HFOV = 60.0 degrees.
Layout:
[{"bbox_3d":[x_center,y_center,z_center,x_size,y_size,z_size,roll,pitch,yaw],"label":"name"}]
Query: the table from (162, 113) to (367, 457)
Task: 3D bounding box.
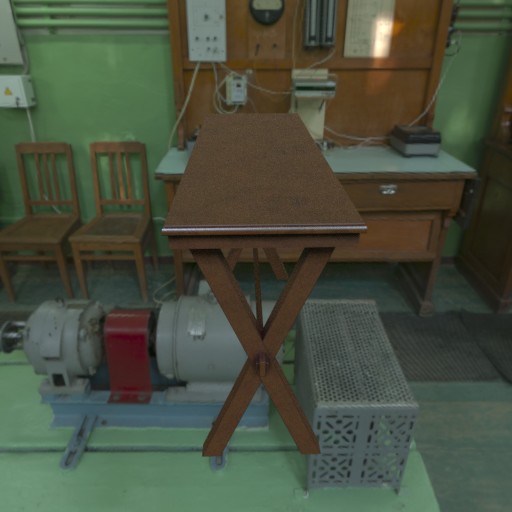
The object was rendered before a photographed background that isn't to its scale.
[{"bbox_3d":[0.000,0.000,1.563,0.399,0.763,1.197,-1,28,-1],"label":"table"}]
